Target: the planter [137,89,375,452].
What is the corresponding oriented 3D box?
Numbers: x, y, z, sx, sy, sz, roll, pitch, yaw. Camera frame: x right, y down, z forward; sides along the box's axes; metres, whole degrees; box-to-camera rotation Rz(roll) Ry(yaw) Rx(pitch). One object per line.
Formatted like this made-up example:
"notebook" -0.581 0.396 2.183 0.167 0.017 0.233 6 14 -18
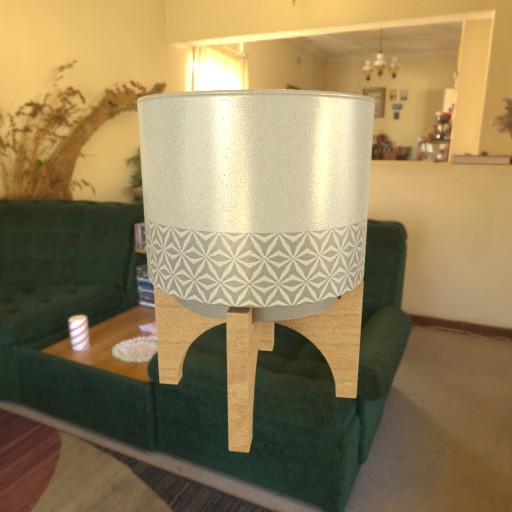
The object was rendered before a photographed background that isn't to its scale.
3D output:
"planter" 0.000 0.000 0.521 0.249 0.343 0.249 0 15 0
